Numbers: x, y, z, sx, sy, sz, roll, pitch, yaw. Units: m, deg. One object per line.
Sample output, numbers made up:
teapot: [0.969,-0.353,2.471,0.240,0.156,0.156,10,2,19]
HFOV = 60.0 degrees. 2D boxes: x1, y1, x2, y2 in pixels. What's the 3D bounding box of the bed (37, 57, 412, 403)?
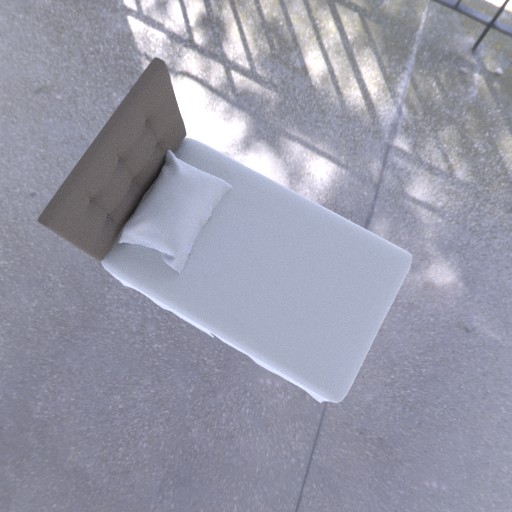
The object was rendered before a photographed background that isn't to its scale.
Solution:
bed: [0.000,0.000,3.031,1.997,1.571,1.261,29,78,7]
